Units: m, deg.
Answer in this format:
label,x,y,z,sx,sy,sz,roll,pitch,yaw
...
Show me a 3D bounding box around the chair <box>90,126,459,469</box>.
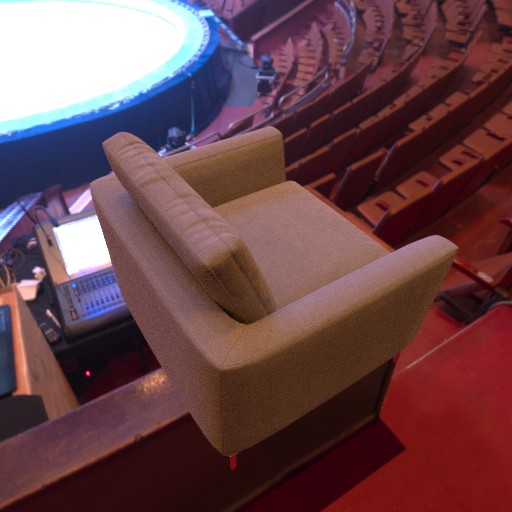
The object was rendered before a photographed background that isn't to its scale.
label,x,y,z,sx,sy,sz,roll,pitch,yaw
chair,0.000,0.000,1.644,0.889,0.864,1.041,-24,47,-24
